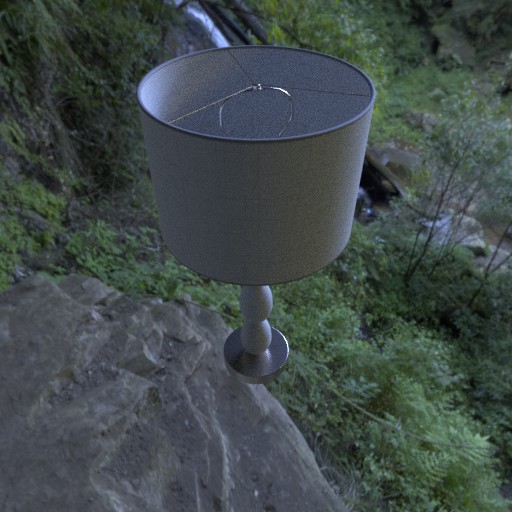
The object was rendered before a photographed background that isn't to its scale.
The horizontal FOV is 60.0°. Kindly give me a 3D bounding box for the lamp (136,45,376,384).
[{"bbox_3d":[0.000,0.000,0.717,0.282,0.559,0.280,-12,44,-13],"label":"lamp"}]
